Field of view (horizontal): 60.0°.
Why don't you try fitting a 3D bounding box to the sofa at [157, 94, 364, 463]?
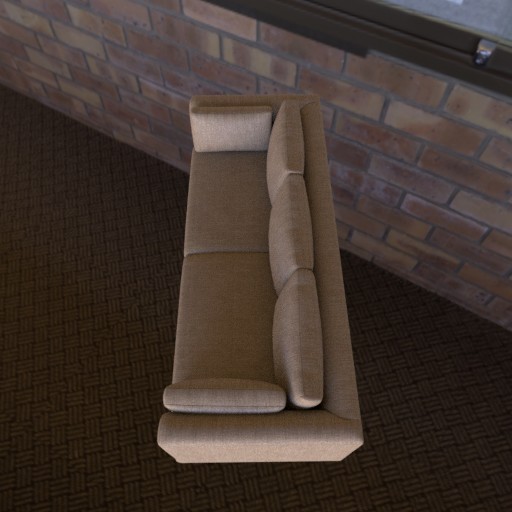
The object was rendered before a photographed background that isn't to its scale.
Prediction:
[{"bbox_3d":[0.000,0.000,2.925,0.969,0.867,2.415,-1,59,0],"label":"sofa"}]
